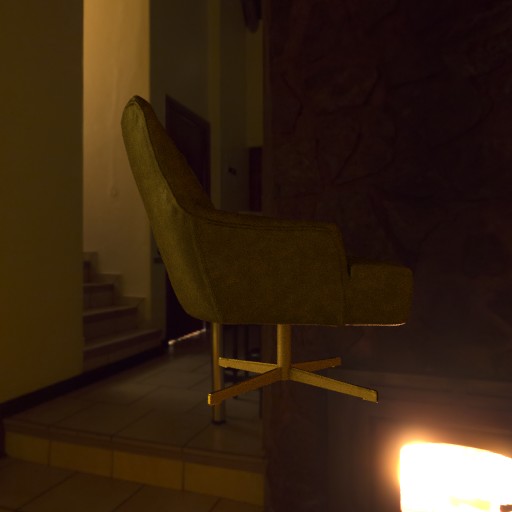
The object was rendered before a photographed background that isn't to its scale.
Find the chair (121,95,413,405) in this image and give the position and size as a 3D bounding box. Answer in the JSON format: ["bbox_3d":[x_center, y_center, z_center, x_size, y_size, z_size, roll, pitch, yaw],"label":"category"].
[{"bbox_3d":[0.000,0.000,1.528,0.874,0.870,0.738,0,0,-1],"label":"chair"}]
